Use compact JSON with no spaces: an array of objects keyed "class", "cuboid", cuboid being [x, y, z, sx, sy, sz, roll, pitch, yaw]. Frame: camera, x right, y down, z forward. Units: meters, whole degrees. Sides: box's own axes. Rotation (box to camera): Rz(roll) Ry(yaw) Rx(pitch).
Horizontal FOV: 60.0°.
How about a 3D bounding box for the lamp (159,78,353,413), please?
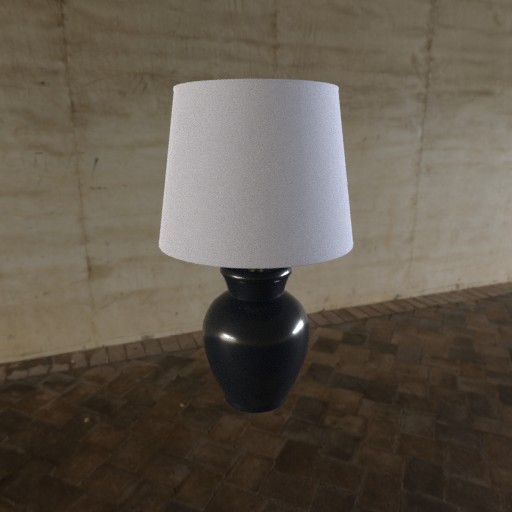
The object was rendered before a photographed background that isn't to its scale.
[{"class":"lamp","cuboid":[0.000,0.000,0.563,0.239,0.399,0.239,0,15,0]}]
